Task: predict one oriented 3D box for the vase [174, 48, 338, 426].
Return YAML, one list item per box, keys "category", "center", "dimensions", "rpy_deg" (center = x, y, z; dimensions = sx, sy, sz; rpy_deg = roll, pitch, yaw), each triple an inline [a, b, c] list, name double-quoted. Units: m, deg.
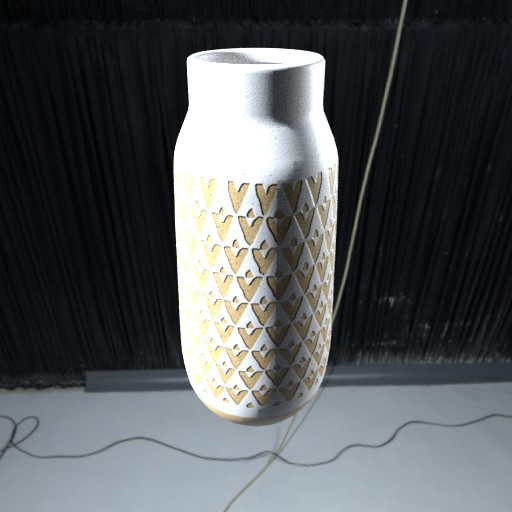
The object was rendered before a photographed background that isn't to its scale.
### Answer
- category: "vase"
  center: [0.000, 0.000, 0.370]
  dimensions: [0.137, 0.307, 0.137]
  rpy_deg: [0, 31, 0]
